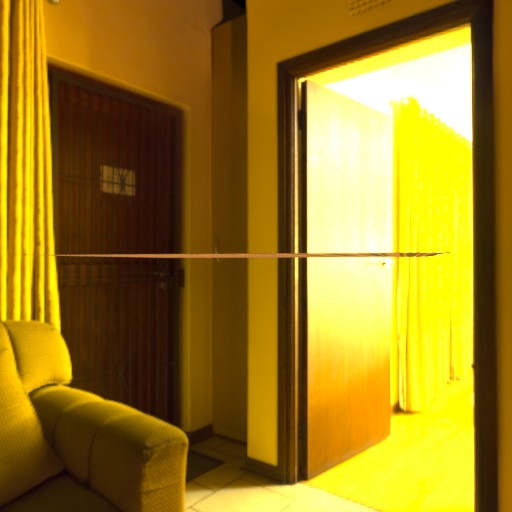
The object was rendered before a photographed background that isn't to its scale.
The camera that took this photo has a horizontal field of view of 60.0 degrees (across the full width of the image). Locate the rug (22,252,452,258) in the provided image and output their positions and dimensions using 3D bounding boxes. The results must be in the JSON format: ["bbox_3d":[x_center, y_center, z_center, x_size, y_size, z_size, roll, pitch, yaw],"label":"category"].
[{"bbox_3d":[0.000,0.000,4.195,3.201,0.005,2.439,0,-1,18],"label":"rug"}]
